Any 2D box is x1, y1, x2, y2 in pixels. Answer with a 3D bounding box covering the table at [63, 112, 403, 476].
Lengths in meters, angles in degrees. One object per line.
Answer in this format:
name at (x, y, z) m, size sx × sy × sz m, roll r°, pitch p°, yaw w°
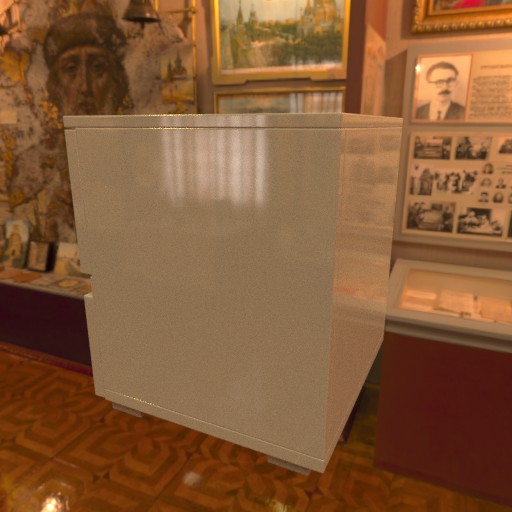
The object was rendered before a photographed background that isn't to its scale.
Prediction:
table at (0.000, 0.000, 0.787) m, size 0.400 × 0.470 × 0.420 m, roll 8°, pitch 18°, yaw 25°
